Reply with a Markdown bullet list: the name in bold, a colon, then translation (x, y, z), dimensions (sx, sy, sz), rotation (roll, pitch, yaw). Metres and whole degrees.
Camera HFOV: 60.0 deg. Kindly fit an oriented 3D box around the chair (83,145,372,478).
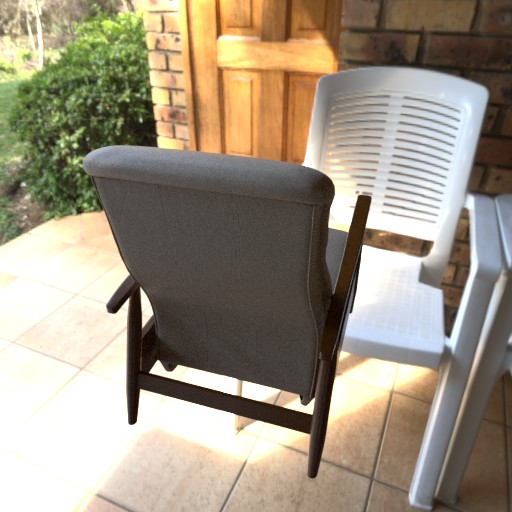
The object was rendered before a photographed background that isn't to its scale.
- **chair**: translation (0.000, 0.000, 1.709), dimensions (0.762, 1.082, 1.030), rotation (9, 33, 15)
